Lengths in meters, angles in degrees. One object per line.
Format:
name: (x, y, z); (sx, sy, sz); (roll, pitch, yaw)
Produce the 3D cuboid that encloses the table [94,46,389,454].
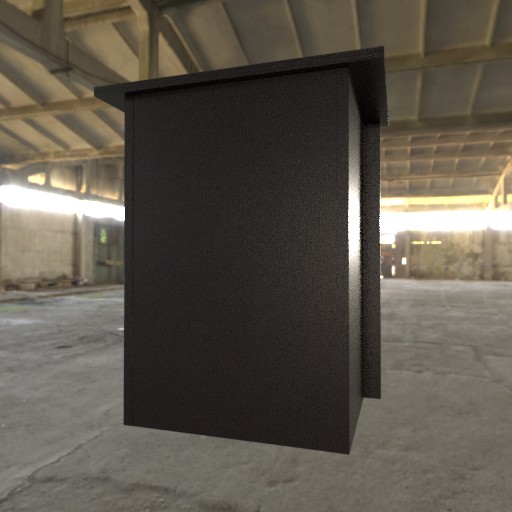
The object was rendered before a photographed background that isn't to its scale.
table: (0.000, 0.000, 1.036); (0.589, 0.711, 0.408); (0, -1, 18)
